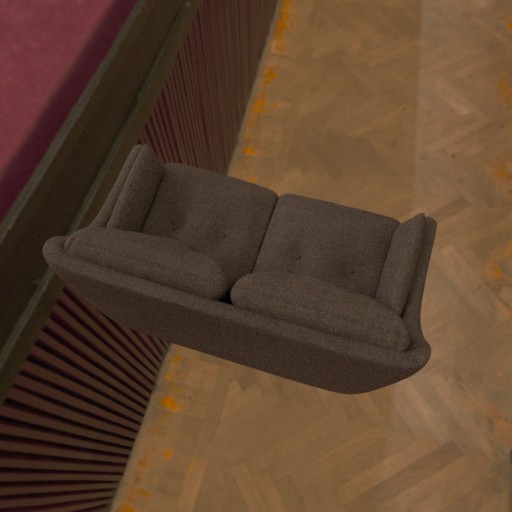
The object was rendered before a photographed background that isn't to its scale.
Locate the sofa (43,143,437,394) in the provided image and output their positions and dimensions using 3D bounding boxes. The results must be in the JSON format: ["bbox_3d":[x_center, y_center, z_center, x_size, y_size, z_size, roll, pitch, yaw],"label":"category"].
[{"bbox_3d":[0.000,0.000,2.227,1.646,0.887,0.976,15,65,8],"label":"sofa"}]
